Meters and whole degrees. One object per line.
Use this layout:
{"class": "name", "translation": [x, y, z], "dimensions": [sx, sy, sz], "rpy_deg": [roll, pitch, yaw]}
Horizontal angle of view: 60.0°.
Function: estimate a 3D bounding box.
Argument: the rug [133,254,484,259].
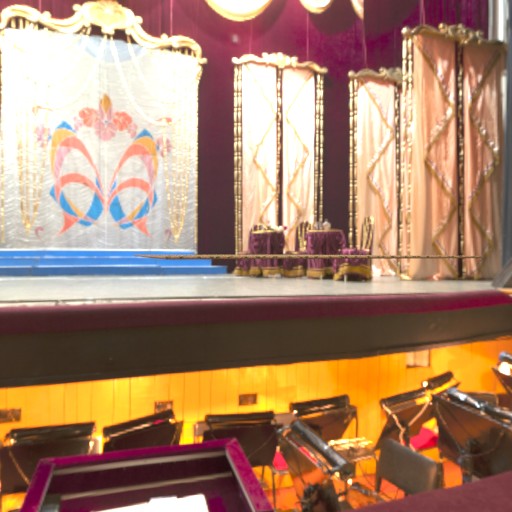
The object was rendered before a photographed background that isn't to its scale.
{"class": "rug", "translation": [0.000, 0.000, 3.056], "dimensions": [1.517, 0.011, 2.435], "rpy_deg": [0, 0, -18]}
